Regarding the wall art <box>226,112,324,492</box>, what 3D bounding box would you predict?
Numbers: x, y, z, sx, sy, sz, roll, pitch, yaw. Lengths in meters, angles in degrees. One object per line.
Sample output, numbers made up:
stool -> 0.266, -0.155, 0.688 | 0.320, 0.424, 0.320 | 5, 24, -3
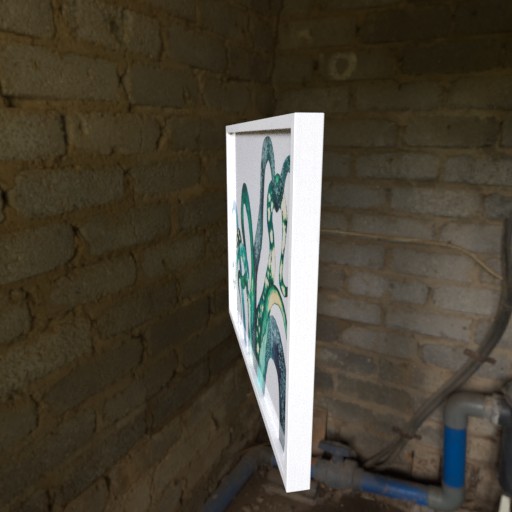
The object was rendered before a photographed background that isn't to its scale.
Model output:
wall art -> 0.000, 0.000, 1.360 | 0.053, 0.787, 1.041 | -3, 15, -10
